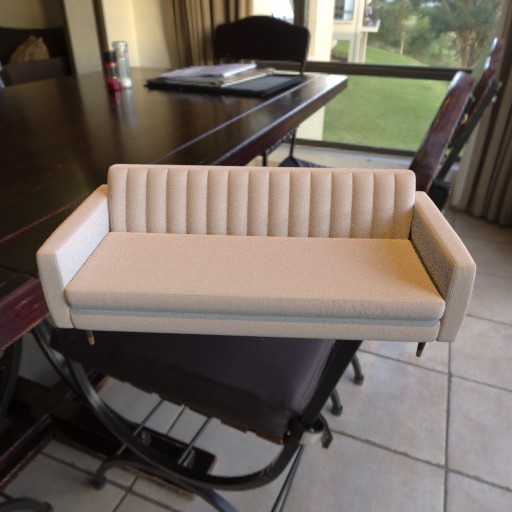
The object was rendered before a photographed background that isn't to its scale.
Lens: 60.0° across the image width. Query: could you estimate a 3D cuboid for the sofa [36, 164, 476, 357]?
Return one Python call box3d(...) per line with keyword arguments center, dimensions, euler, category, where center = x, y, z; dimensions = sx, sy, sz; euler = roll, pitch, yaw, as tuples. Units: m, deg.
box3d(center=(0.000, 0.000, 2.726), dimensions=(2.291, 0.821, 0.990), euler=(2, 30, 3), category="sofa")
